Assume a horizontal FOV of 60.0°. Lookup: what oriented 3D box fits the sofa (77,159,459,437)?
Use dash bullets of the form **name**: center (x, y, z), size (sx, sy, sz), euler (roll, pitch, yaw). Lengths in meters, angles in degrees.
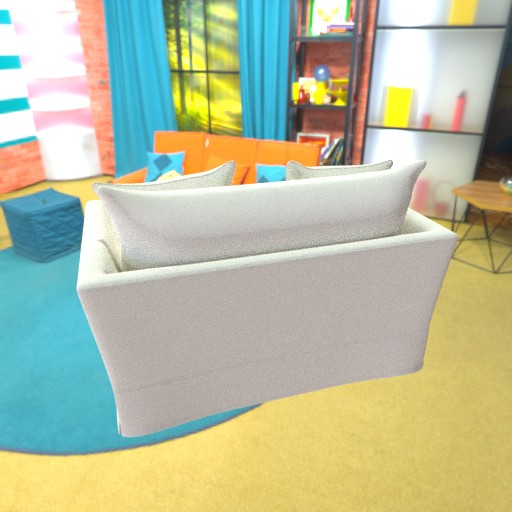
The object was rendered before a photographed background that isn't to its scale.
- **sofa**: center (0.000, 0.000, 2.258), size (1.608, 1.039, 1.026), euler (-8, 27, -15)
